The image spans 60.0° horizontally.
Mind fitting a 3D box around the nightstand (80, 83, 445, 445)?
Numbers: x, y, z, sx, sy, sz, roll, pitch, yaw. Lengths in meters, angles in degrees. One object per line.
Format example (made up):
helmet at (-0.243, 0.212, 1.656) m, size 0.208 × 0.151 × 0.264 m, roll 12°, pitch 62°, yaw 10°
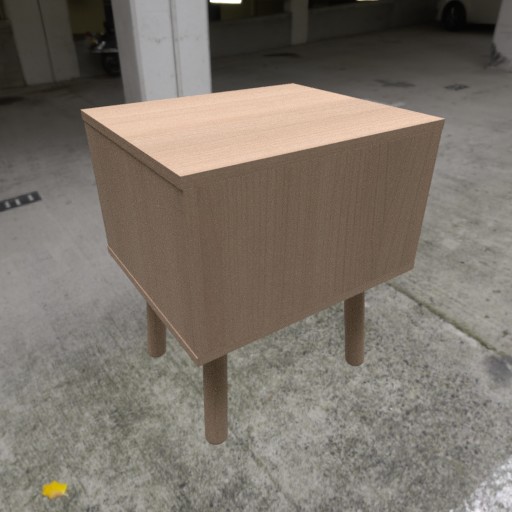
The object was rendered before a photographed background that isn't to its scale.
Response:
nightstand at (0.000, 0.000, 0.847) m, size 0.450 × 0.530 × 0.380 m, roll -19°, pitch 35°, yaw -29°
